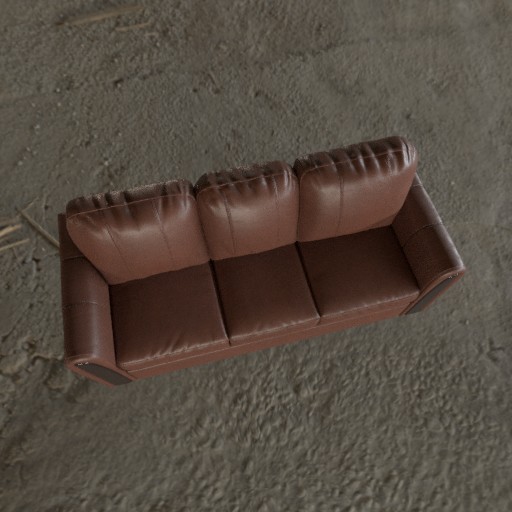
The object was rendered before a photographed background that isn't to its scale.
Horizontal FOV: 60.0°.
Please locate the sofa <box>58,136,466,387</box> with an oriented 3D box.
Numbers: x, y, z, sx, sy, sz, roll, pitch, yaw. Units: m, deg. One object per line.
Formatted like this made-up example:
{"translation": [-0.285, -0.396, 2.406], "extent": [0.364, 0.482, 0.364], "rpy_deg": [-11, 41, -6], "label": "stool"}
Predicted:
{"translation": [0.000, 0.000, 2.253], "extent": [1.862, 0.915, 0.802], "rpy_deg": [-12, 63, -6], "label": "sofa"}
